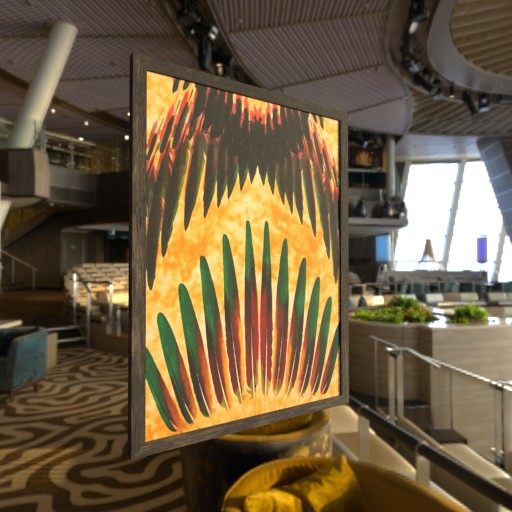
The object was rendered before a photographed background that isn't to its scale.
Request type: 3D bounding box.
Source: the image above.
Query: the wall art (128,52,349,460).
[{"bbox_3d":[0.000,0.000,1.404,0.812,1.066,0.029,1,-1,-35],"label":"wall art"}]
